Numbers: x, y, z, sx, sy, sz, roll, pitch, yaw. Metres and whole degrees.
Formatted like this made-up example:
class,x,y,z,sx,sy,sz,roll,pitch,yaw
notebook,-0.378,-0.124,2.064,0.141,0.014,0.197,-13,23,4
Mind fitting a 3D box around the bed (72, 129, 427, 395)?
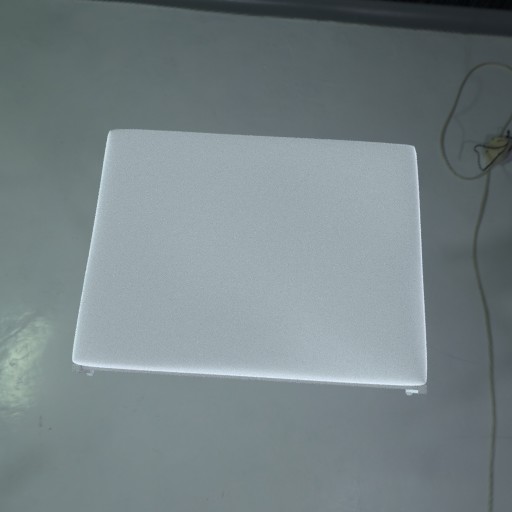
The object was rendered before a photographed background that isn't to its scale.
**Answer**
class,x,y,z,sx,sy,sz,roll,pitch,yaw
bed,0.000,0.000,2.848,2.108,0.510,1.604,3,74,1
